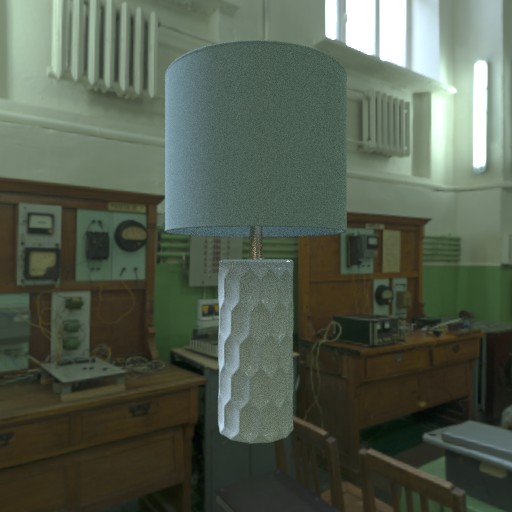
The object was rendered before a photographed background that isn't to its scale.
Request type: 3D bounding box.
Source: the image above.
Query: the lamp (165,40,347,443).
[{"bbox_3d":[0.000,0.000,0.686,0.277,0.534,0.277,0,0,-37],"label":"lamp"}]
